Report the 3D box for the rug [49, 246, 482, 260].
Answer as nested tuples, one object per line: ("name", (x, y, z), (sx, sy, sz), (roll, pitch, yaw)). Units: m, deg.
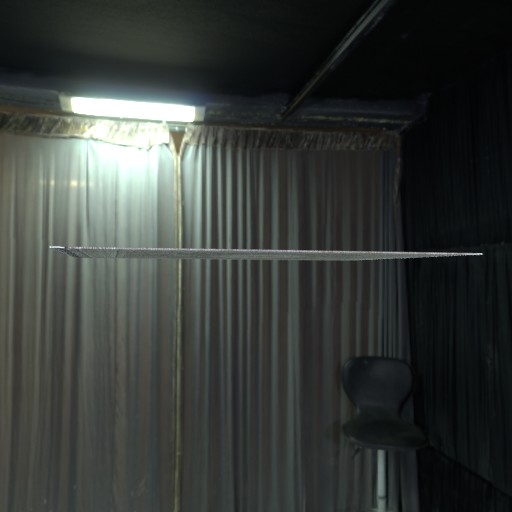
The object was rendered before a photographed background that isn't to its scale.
("rug", (0.000, 0.000, 3.062), (2.440, 0.010, 1.528), (1, -2, -18))
